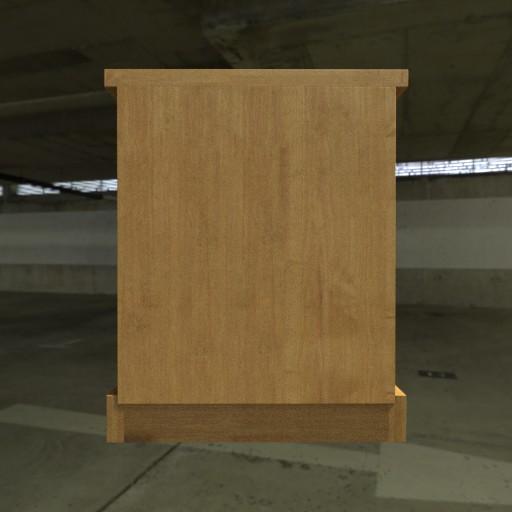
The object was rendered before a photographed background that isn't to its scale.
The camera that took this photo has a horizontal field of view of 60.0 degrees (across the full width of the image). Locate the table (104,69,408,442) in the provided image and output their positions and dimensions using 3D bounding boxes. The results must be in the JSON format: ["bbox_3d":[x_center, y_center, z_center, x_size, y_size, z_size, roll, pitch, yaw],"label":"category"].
[{"bbox_3d":[0.000,0.000,1.214,0.660,0.813,0.500,0,0,0],"label":"table"}]
